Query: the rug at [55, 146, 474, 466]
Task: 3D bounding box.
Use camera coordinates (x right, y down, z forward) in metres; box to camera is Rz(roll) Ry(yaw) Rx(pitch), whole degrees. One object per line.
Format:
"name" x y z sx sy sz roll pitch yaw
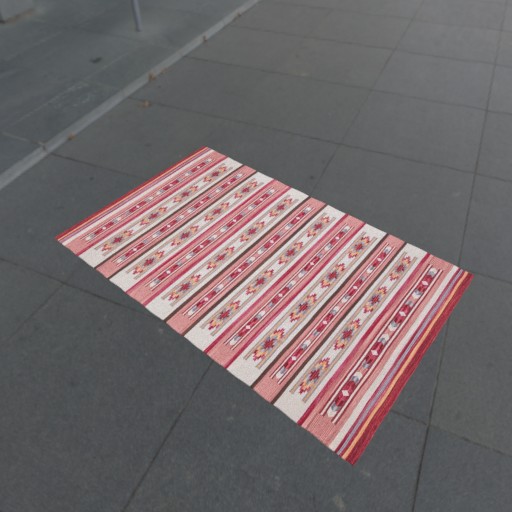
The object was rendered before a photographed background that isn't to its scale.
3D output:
"rug" 0.000 0.000 3.012 2.431 0.010 1.535 31 53 26
